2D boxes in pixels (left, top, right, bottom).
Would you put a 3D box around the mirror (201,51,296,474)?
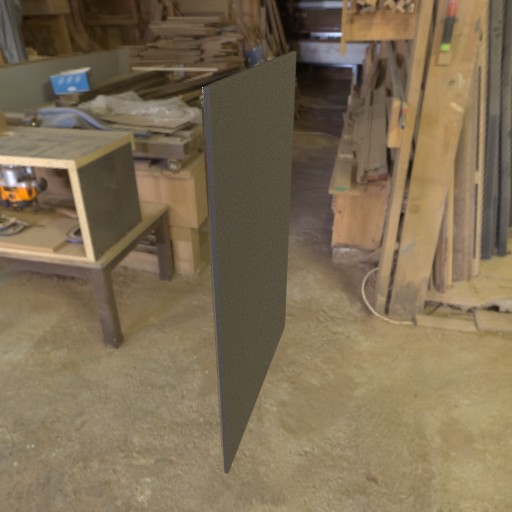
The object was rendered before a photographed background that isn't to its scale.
[{"bbox_3d":[0.000,0.000,1.143,0.039,0.914,0.613,8,31,14],"label":"mirror"}]
